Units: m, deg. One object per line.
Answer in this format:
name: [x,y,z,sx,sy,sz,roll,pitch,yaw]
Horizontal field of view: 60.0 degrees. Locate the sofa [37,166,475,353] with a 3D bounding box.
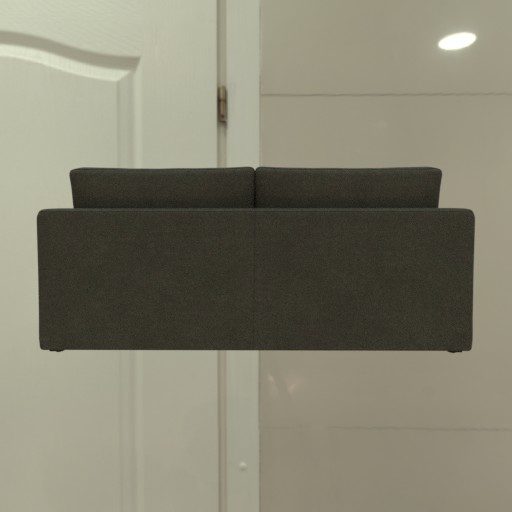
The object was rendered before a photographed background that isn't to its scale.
sofa: [0.000,0.000,2.450,1.909,0.845,1.091,0,1,1]
